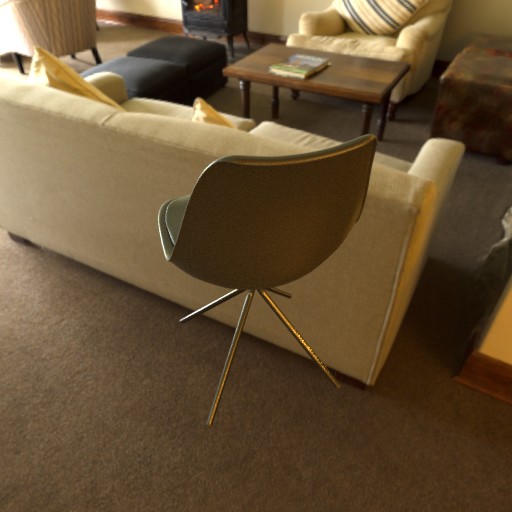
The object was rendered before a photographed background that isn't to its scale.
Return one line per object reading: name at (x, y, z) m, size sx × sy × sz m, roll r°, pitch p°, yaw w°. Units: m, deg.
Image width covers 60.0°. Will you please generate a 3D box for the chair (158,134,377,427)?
chair at (0.000, 0.000, 1.155) m, size 0.461 × 0.850 × 0.525 m, roll -12°, pitch 42°, yaw -14°
